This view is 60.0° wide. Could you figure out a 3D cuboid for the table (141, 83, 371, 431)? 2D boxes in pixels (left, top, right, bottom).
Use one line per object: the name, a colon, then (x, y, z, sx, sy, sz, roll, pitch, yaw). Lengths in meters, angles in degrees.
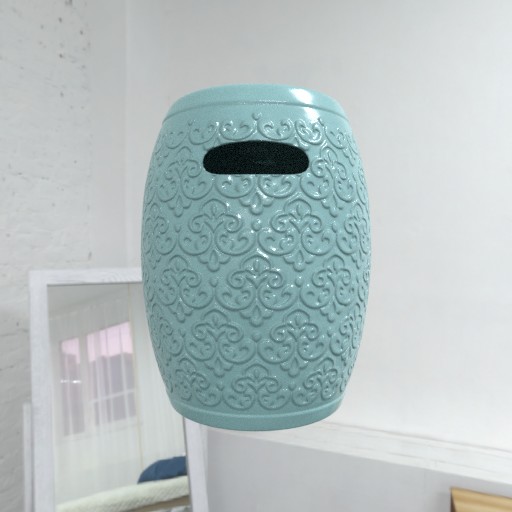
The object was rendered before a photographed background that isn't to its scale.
table: (0.000, 0.000, 0.615, 0.309, 0.397, 0.309, 0, 2, 0)
